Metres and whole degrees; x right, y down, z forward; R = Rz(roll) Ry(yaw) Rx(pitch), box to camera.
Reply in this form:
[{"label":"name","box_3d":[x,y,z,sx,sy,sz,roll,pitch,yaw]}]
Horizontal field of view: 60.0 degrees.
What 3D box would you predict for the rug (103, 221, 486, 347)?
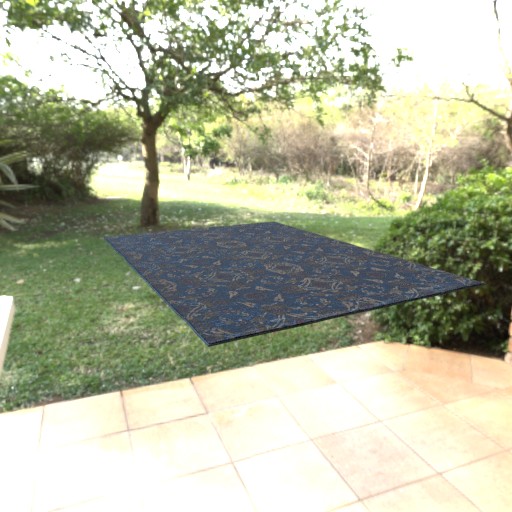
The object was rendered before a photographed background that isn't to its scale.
[{"label":"rug","box_3d":[0.000,0.000,2.913,1.567,0.014,2.207,-7,16,-27]}]
